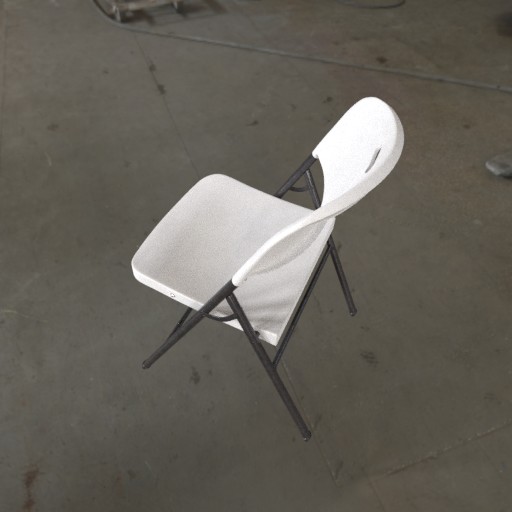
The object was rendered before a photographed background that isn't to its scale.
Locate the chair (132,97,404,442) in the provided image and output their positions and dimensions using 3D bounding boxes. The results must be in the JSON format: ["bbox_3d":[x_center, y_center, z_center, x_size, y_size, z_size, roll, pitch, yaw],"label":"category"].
[{"bbox_3d":[0.000,0.000,1.161,0.566,0.810,0.494,19,50,16],"label":"chair"}]
